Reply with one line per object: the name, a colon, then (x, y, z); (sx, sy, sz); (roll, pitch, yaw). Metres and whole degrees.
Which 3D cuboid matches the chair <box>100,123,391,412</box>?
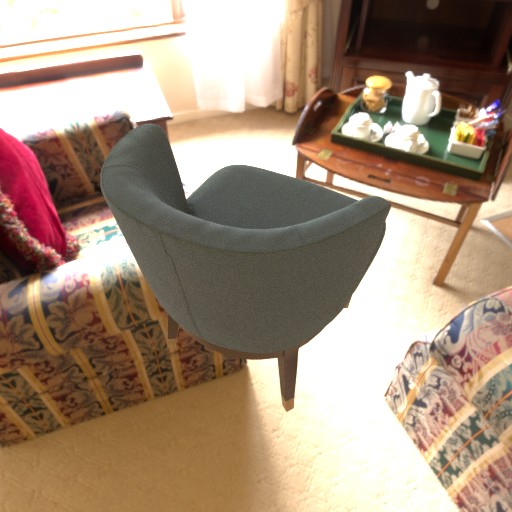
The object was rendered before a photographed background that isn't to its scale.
chair: (0.000, 0.000, 1.282); (0.661, 0.760, 0.702); (22, 50, 20)
